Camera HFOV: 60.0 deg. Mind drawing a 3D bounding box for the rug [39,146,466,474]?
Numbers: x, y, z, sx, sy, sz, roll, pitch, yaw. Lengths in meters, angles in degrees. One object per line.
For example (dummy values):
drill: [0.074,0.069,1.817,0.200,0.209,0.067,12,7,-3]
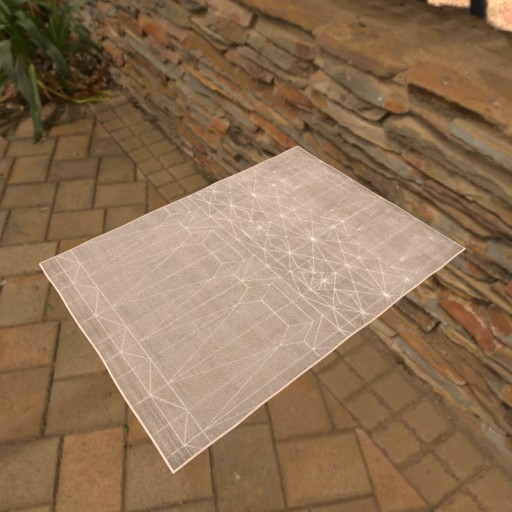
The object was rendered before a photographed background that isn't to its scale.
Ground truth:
rug: [0.000,0.000,4.295,3.357,0.019,2.449,-30,52,-26]
